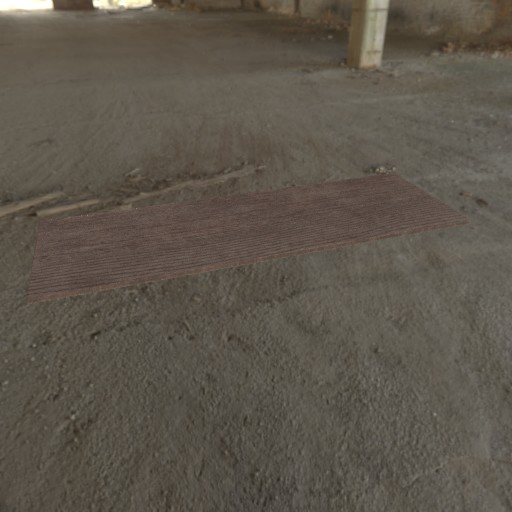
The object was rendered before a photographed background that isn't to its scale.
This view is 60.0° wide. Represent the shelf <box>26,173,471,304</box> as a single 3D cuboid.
[{"bbox_3d":[0.000,0.000,0.692,0.610,0.125,0.200,-10,33,-16],"label":"shelf"}]
